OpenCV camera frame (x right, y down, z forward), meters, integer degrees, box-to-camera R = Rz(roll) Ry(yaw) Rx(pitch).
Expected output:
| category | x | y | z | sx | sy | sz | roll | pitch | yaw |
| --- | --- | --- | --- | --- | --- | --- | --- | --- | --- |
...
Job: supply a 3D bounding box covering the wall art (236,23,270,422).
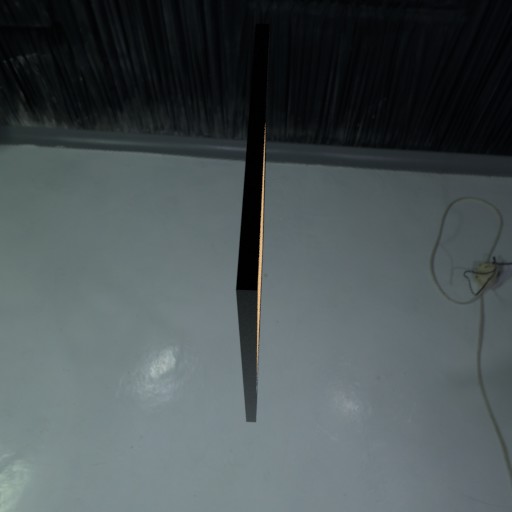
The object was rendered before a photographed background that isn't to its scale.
| category | x | y | z | sx | sy | sz | roll | pitch | yaw |
| --- | --- | --- | --- | --- | --- | --- | --- | --- | --- |
| wall art | 0.000 | 0.000 | 1.424 | 0.040 | 1.062 | 0.805 | 2 | 58 | 1 |
